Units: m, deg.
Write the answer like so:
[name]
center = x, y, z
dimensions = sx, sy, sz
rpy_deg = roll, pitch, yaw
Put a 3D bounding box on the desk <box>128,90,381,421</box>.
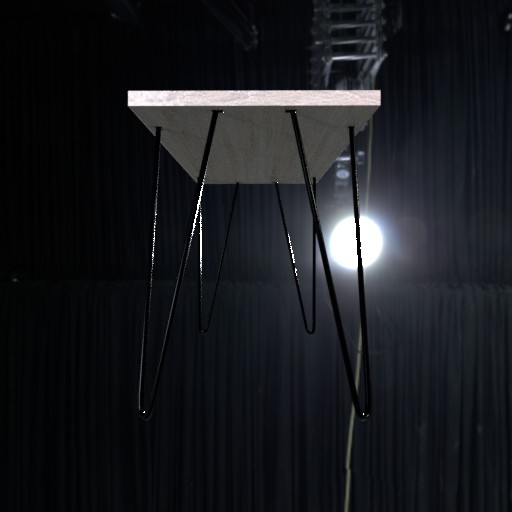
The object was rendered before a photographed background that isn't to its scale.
[desk]
center = 0.000, 0.000, 1.373
dimensions = 0.499, 0.660, 0.991
rpy_deg = 0, 0, 0
